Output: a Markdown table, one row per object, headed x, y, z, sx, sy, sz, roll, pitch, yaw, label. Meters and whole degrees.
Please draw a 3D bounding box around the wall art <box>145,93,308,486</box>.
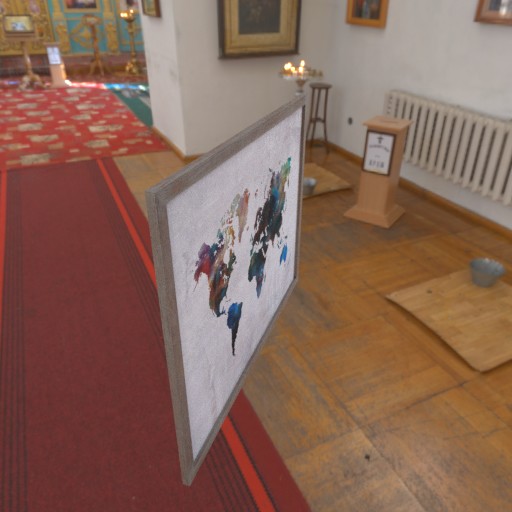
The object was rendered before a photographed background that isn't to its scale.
| x | y | z | sx | sy | sz | roll | pitch | yaw | label |
| --- | --- | --- | --- | --- | --- | --- | --- | --- | --- |
| 0.000 | 0.000 | 1.328 | 0.019 | 0.774 | 1.012 | 10 | 31 | 17 | wall art |
